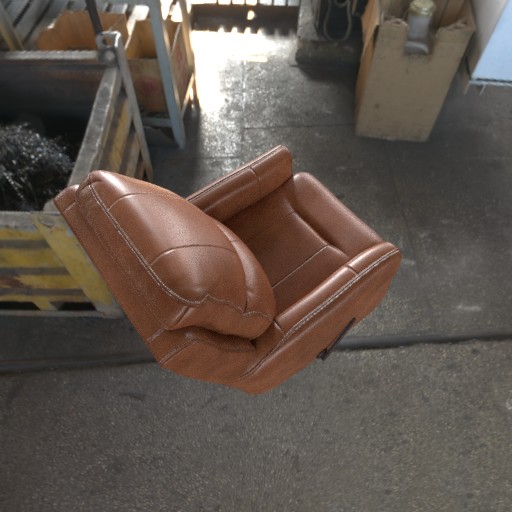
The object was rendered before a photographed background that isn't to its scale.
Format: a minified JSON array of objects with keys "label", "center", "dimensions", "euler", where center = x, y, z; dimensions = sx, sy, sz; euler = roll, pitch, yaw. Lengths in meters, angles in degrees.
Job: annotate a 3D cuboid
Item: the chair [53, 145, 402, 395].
[{"label":"chair","center":[0.000,0.000,1.737],"dimensions":[1.072,1.016,0.821],"euler":[-32,63,-19]}]
